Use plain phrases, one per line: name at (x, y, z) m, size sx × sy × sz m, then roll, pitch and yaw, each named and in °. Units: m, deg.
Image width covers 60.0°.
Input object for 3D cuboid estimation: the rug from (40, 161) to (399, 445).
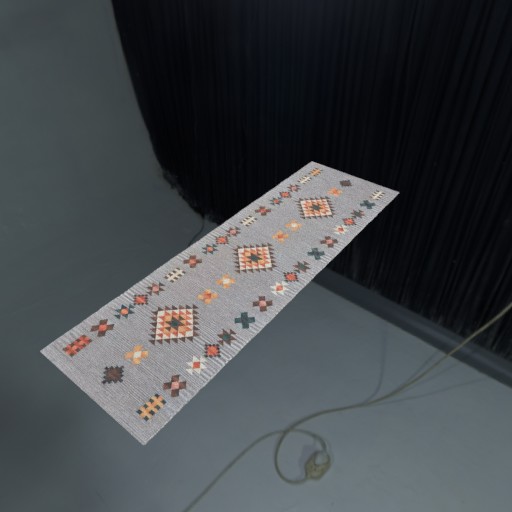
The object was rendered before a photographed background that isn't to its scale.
rug at (0.000, 0.000, 2.707) m, size 0.766 × 0.008 × 2.432 m, roll 27°, pitch 47°, yaw 28°
